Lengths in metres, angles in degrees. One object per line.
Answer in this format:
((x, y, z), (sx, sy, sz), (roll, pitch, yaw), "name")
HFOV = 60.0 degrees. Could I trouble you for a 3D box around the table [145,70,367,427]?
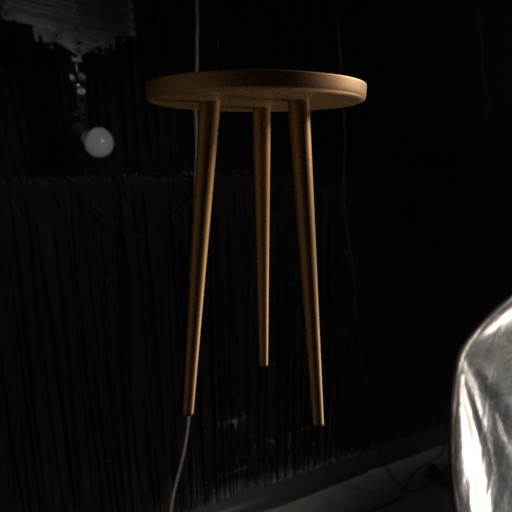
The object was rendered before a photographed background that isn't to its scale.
((0.000, 0.000, 0.672), (0.299, 0.480, 0.299), (-6, 15, -25), "table")
